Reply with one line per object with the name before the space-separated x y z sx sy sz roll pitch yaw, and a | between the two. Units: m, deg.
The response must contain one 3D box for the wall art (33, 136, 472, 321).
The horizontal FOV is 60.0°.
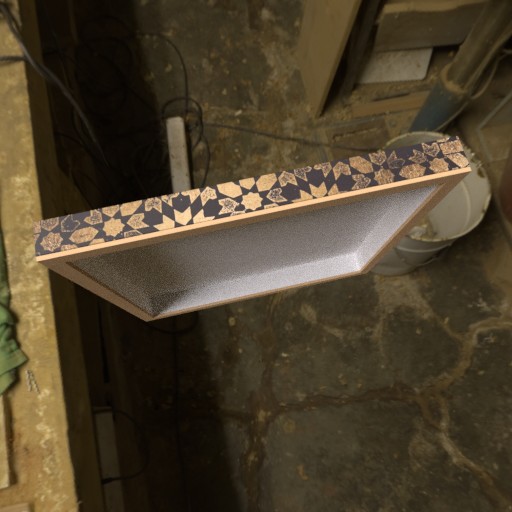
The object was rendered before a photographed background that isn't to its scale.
wall art | 0.000 0.000 0.601 0.405 0.405 0.038 -12 74 -3
